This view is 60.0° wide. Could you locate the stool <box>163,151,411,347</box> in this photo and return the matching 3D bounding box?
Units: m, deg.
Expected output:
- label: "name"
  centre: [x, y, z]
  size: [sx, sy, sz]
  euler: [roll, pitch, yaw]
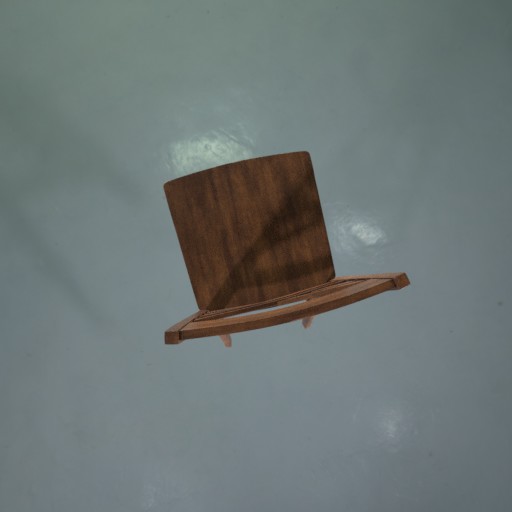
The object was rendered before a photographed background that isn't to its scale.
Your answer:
- label: "stool"
  centre: [0.000, 0.000, 1.326]
  size: [0.426, 1.098, 0.504]
  euler: [-13, 77, -3]
